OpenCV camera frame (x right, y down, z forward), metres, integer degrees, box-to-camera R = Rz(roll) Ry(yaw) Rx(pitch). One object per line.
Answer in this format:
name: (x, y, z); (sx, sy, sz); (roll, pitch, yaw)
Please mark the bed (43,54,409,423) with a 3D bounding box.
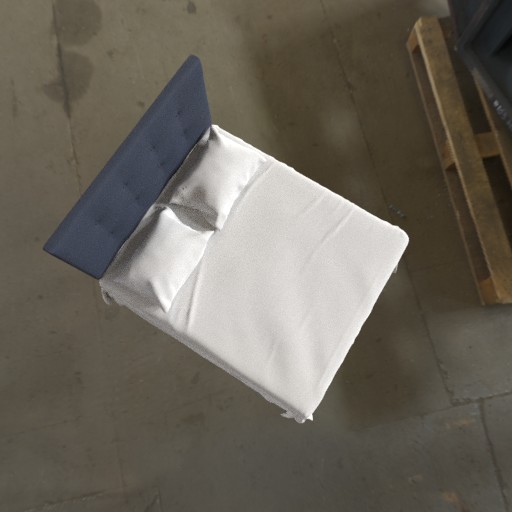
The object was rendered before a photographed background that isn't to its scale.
bed: (0.000, 0.000, 3.467); (2.222, 1.577, 1.936); (31, 78, 7)
